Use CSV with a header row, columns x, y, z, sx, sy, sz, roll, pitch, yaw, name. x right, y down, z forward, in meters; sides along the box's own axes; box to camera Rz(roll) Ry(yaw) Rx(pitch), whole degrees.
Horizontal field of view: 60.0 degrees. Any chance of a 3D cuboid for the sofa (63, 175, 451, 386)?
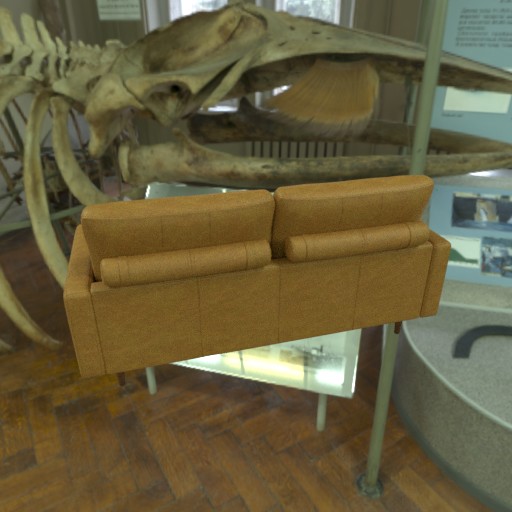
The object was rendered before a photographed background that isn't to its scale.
x,y,z,sx,sy,sz,roll,pitch,yaw,name
0.000,0.000,2.338,1.821,0.898,0.850,-7,27,-14,sofa
